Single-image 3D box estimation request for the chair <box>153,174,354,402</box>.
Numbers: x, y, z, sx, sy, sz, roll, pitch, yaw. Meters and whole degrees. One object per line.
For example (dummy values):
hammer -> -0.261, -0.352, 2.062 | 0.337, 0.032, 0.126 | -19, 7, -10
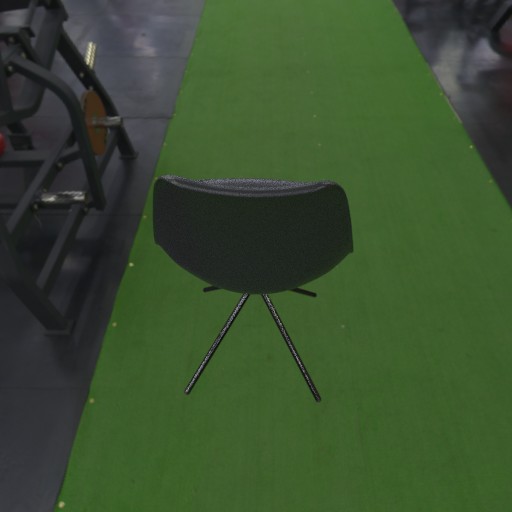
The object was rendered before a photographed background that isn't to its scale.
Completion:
chair -> 0.000, 0.000, 1.162 | 0.461, 0.850, 0.525 | 3, 46, 2
